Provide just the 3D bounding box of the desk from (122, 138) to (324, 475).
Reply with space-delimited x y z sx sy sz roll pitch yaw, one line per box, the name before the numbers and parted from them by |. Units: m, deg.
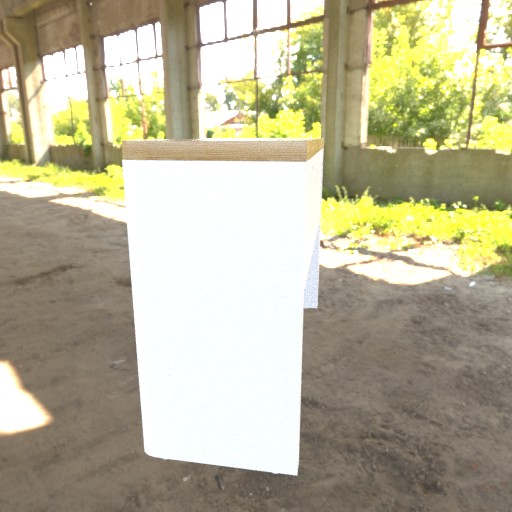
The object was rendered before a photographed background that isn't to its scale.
desk | 0.000 0.000 1.488 0.390 0.760 1.100 3 15 10
